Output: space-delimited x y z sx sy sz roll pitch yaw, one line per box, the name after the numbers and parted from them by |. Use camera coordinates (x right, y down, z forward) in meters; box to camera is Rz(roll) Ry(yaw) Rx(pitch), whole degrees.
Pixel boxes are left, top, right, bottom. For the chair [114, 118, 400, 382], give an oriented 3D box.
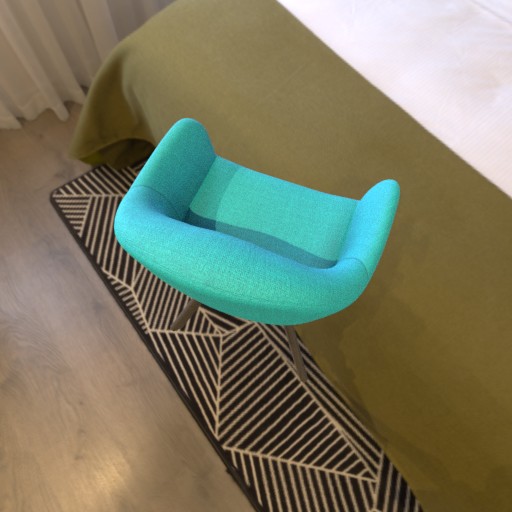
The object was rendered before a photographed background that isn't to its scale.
0.000 0.000 1.196 0.590 0.795 0.550 19 65 10 | chair
